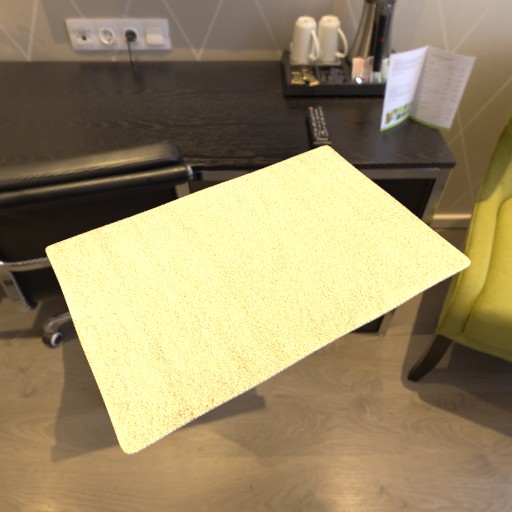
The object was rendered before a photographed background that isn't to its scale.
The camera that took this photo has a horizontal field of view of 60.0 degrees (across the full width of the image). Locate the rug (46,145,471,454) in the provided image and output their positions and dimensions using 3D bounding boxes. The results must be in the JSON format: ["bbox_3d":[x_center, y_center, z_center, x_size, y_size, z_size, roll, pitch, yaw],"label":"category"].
[{"bbox_3d":[0.000,0.000,3.345,2.698,0.025,1.798,-24,52,-20],"label":"rug"}]
